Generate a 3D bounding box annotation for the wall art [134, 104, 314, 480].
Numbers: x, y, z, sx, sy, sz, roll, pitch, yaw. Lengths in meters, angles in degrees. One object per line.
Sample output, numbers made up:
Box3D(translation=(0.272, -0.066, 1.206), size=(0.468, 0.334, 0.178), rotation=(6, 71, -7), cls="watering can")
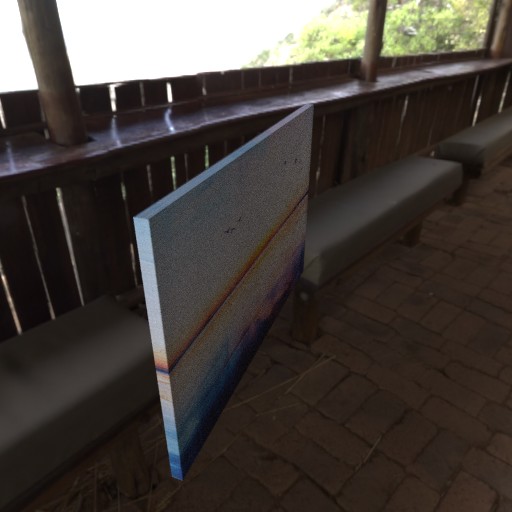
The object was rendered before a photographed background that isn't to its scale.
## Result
Box3D(translation=(0.000, 0.000, 1.448), size=(0.034, 0.756, 1.137), rotation=(11, 31, 19), cls="wall art")
